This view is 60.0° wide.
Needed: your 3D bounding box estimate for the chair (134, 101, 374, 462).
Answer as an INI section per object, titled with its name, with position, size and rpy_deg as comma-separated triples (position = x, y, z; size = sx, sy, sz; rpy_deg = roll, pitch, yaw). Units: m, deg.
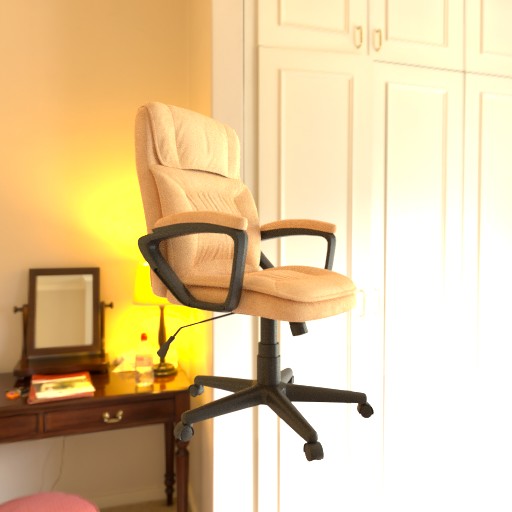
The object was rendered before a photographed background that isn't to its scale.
[chair]
position = 0.000, 0.000, 1.549
size = 0.724, 1.105, 0.667
rpy_deg = 1, 2, 36
